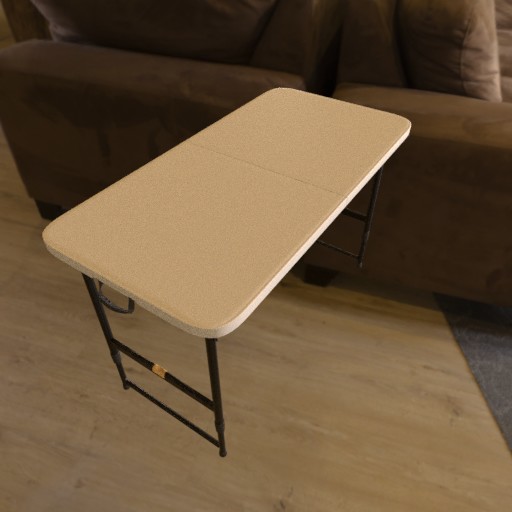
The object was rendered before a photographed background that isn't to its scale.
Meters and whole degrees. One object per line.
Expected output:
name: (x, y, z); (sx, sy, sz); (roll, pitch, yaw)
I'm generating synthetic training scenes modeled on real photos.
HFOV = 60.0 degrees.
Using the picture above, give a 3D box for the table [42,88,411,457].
table: (0.000, 0.000, 1.628); (0.611, 0.737, 1.245); (24, 47, 24)
